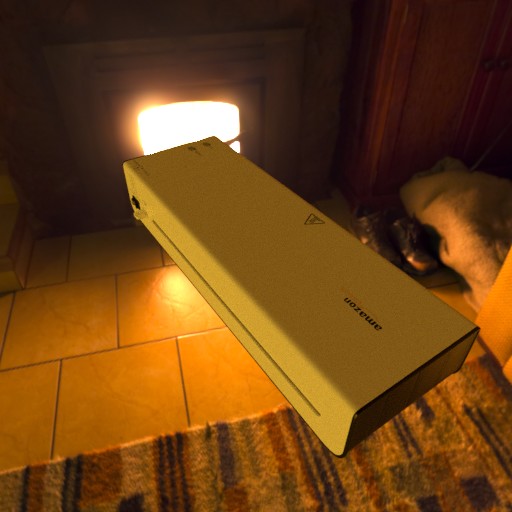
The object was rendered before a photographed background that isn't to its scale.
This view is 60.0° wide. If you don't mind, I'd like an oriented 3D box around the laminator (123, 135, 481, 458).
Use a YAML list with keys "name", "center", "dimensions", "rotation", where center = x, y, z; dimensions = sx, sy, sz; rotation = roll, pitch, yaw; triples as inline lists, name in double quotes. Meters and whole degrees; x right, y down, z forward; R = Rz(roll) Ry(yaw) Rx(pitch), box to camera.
- name: "laminator"
  center: [0.000, 0.000, 0.386]
  dimensions: [0.123, 0.062, 0.340]
  rotation: [-24, 46, -25]
